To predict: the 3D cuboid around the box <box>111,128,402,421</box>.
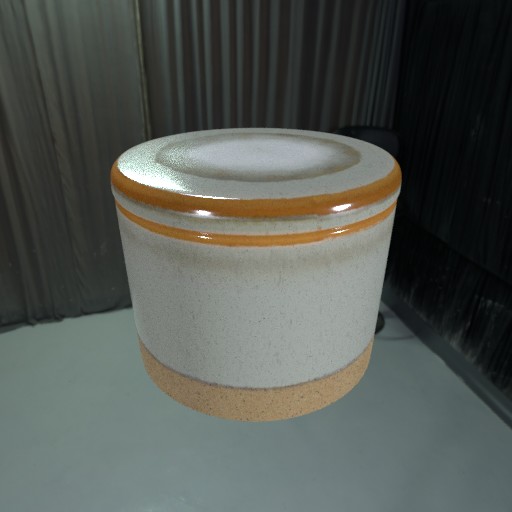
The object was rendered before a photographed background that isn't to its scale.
[{"bbox_3d":[0.000,0.000,0.215,0.123,0.100,0.123,0,27,0],"label":"box"}]
